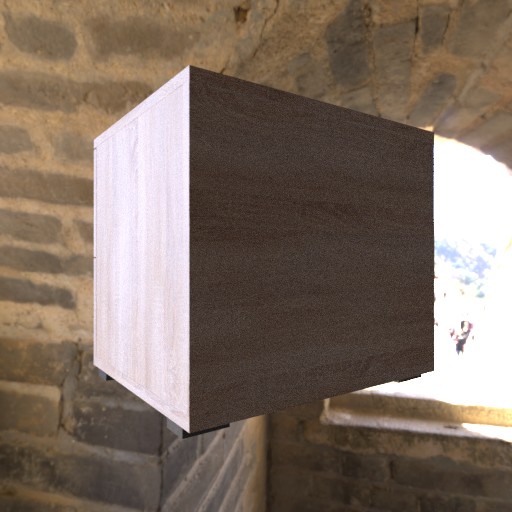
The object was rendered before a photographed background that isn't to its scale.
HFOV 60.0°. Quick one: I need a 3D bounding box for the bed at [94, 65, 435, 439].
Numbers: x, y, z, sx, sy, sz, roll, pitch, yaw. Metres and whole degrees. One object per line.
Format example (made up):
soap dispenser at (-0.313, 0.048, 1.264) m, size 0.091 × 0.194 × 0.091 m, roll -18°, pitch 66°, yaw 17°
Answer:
bed at (0.000, 0.000, 0.783) m, size 0.460 × 0.420 × 0.401 m, roll 0°, pitch 0°, yaw -35°
